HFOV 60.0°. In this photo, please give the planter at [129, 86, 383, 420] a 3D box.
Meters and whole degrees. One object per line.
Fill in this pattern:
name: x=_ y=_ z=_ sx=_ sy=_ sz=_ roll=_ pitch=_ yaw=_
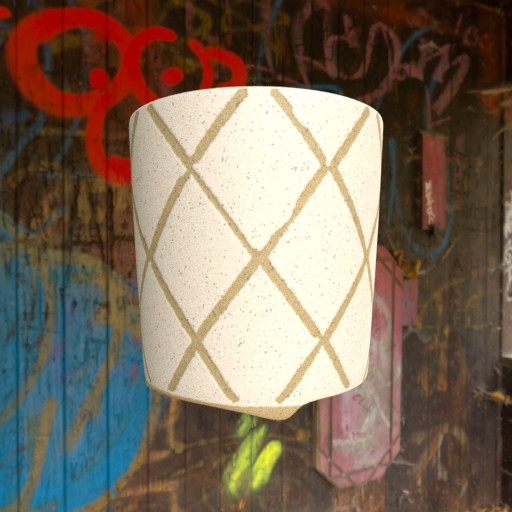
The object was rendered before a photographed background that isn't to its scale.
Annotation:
planter: x=0.000 y=0.000 z=0.415 sx=0.228 sy=0.235 sz=0.228 roll=0 pitch=1 yaw=0
